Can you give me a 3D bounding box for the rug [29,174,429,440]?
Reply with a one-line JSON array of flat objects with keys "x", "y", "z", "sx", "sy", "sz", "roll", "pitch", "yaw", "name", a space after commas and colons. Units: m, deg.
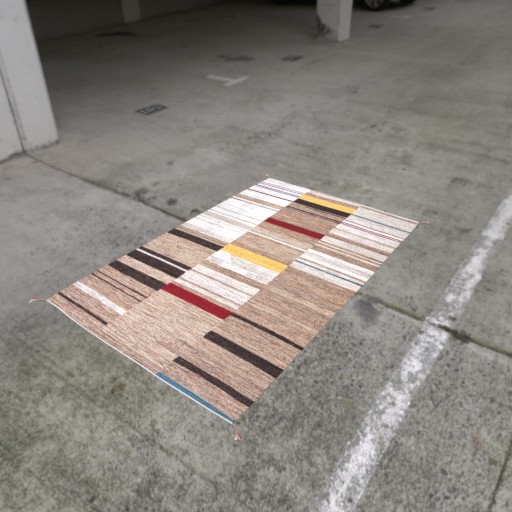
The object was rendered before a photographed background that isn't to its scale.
[{"x": 0.000, "y": 0.000, "z": 2.406, "sx": 1.268, "sy": 0.007, "sz": 1.918, "roll": 22, "pitch": 39, "yaw": 30, "name": "rug"}]
